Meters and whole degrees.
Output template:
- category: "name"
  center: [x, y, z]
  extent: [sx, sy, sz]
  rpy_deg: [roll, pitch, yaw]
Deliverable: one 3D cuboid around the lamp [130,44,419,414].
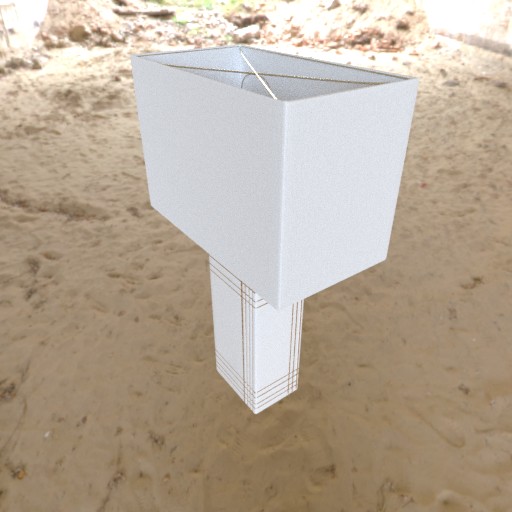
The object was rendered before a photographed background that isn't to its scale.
- category: "lamp"
  center: [0.000, 0.000, 0.675]
  extent: [0.182, 0.543, 0.334]
  rpy_deg: [-21, 38, -30]
